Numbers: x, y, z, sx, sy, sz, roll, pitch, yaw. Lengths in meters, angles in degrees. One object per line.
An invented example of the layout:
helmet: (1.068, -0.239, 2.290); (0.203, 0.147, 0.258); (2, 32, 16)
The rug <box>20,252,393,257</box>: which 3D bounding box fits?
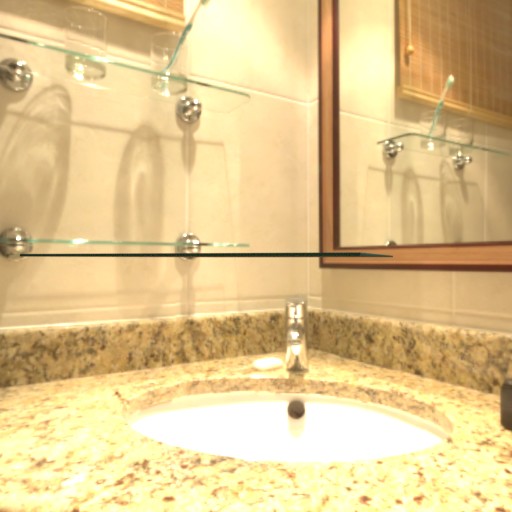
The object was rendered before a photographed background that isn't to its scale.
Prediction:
rug: (0.000, 0.000, 2.880); (1.594, 0.013, 2.213); (0, 0, 20)
